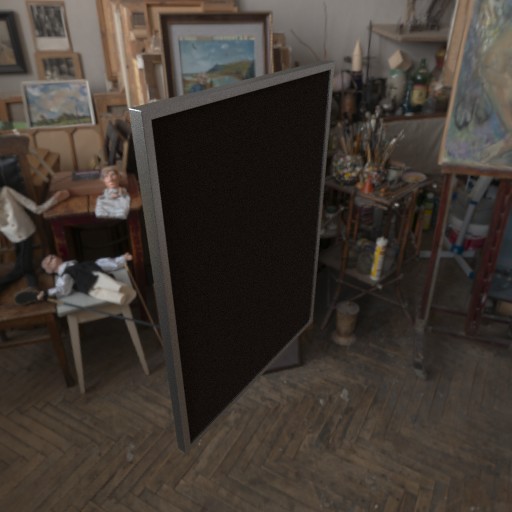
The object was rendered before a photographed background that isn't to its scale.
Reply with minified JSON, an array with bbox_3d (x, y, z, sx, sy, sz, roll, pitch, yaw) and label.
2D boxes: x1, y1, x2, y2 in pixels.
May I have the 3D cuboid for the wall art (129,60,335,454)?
[{"bbox_3d":[0.000,0.000,1.412,0.037,1.062,0.801,21,37,30],"label":"wall art"}]
